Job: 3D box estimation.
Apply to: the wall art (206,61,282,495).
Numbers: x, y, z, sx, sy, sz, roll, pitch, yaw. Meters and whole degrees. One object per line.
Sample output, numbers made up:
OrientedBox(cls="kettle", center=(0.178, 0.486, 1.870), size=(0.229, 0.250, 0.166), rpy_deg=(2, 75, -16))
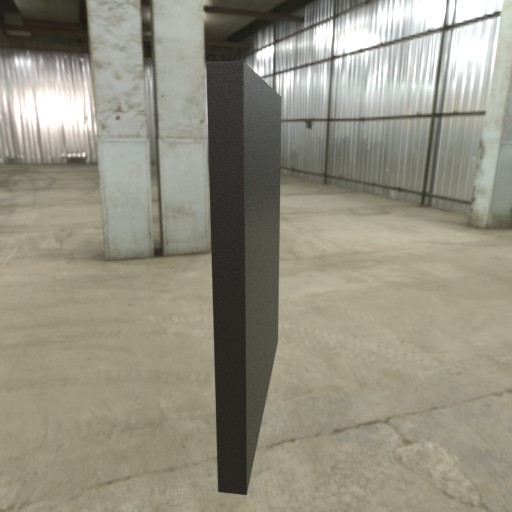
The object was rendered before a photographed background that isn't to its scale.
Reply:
OrientedBox(cls="wall art", center=(0.000, 0.000, 0.526), size=(0.028, 0.380, 0.325), rpy_deg=(2, 16, 8))
